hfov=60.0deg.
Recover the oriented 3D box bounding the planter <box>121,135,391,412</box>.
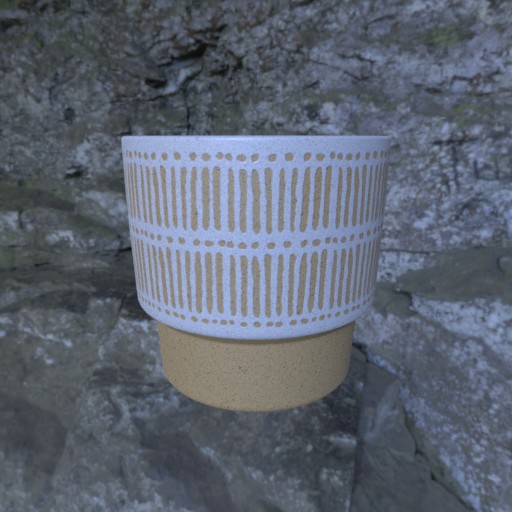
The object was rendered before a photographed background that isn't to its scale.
[{"bbox_3d":[0.000,0.000,0.580,0.317,0.303,0.317,0,15,0],"label":"planter"}]
